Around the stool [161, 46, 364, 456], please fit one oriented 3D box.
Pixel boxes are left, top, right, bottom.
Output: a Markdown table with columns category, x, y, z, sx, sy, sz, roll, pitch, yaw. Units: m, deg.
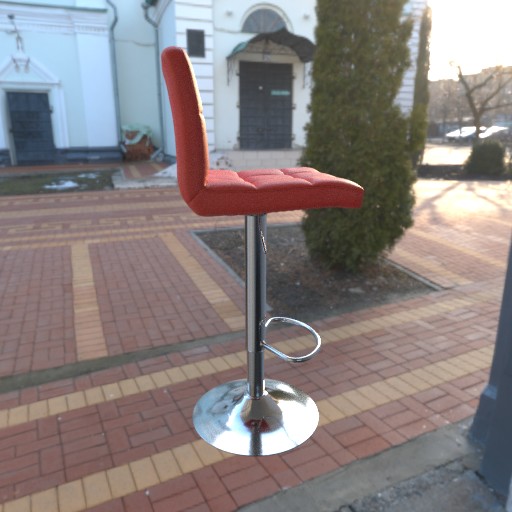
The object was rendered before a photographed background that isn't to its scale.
| category | x | y | z | sx | sy | sz | roll | pitch | yaw |
| --- | --- | --- | --- | --- | --- | --- | --- | --- | --- |
| stool | 0.000 | 0.000 | 1.357 | 0.505 | 1.115 | 0.430 | -3 | 16 | -9 |
